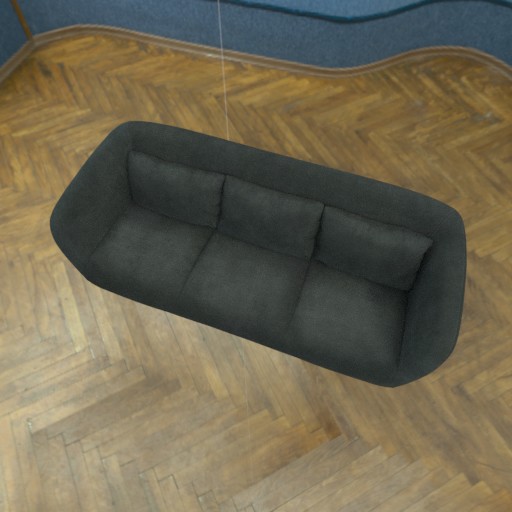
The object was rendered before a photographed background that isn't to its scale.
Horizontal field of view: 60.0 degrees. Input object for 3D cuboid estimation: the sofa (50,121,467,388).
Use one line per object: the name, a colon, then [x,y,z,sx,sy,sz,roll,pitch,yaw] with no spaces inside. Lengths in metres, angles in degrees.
sofa: [0.000,0.000,2.737,2.296,0.875,0.956,17,60,10]
